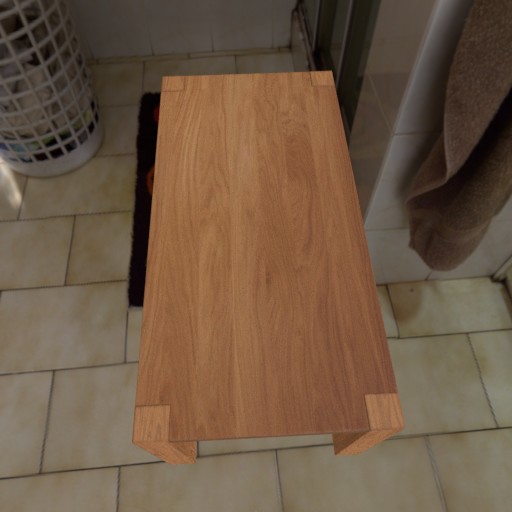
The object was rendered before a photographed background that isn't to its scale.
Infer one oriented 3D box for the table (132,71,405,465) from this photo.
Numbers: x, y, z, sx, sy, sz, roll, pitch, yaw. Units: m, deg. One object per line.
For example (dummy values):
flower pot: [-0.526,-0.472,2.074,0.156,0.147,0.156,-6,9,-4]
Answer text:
table: [0.000,0.000,2.230,0.900,0.760,1.800,-3,60,-1]
